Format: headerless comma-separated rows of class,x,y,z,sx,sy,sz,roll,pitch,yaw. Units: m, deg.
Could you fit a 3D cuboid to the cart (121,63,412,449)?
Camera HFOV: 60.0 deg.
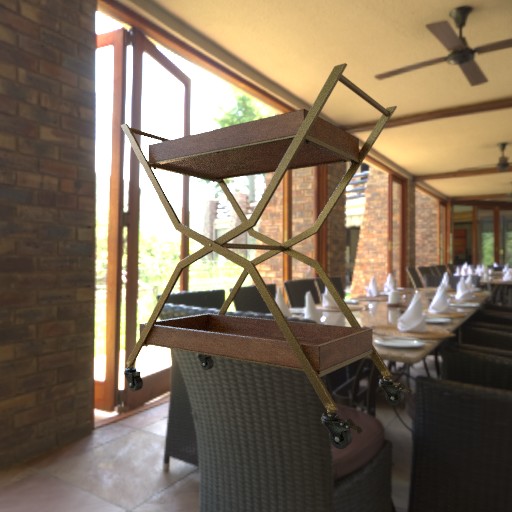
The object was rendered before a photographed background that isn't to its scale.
cart,0.000,0.000,1.368,0.836,0.869,0.405,0,-1,36
